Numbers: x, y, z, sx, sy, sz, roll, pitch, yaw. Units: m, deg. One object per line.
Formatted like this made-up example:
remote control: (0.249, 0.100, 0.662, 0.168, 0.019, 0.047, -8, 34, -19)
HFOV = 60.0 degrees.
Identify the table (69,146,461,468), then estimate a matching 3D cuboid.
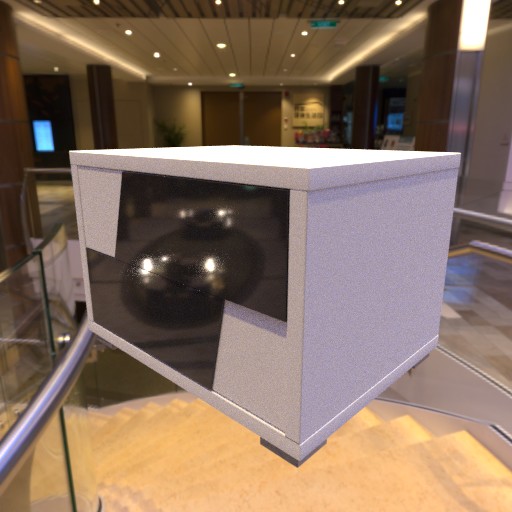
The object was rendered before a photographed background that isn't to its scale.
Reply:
table: (0.000, 0.000, 0.782, 0.517, 0.357, 0.399, 15, 21, 42)
